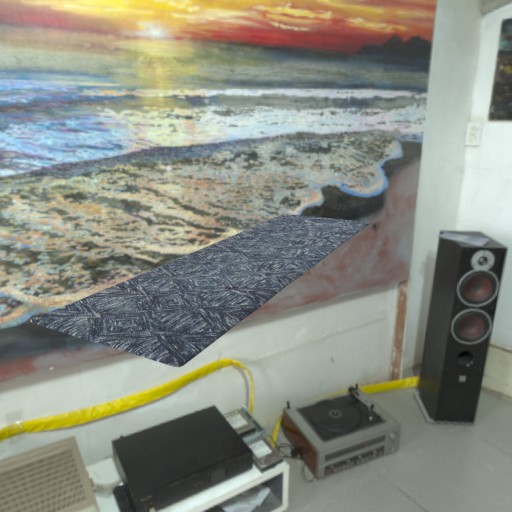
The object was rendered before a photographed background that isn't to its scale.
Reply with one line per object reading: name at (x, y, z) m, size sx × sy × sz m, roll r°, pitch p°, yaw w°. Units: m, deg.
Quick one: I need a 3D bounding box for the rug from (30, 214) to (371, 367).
rug at (0.000, 0.000, 2.472) m, size 0.719 × 0.013 × 2.306 m, roll 9°, pitch 19°, yaw 27°
